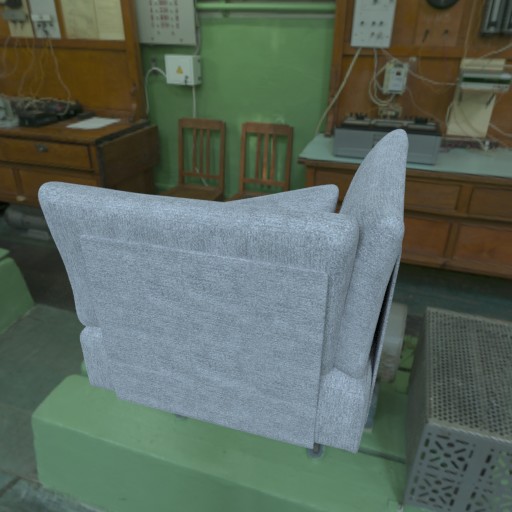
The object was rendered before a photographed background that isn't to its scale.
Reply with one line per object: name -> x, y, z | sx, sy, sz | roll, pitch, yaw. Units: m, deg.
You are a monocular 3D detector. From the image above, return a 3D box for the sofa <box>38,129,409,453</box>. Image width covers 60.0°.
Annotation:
sofa -> 0.000, 0.000, 1.698 | 1.000, 0.820, 1.000 | 9, 31, 15
